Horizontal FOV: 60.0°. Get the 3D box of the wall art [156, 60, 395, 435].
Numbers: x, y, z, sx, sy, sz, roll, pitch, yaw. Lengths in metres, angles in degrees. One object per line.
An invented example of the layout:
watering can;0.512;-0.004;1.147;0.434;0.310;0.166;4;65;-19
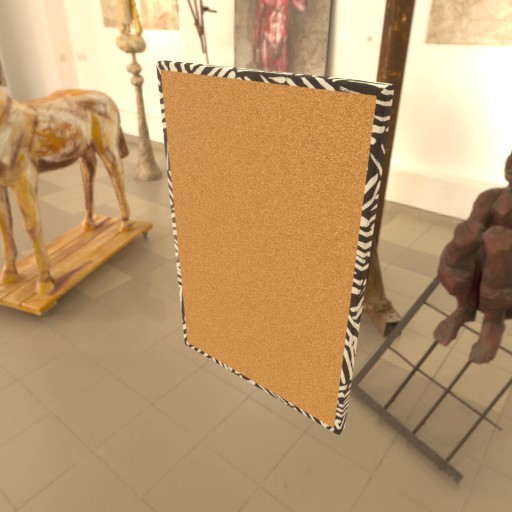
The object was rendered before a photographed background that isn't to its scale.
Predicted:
wall art;0.000;0.000;1.181;0.615;0.918;0.035;21;36;33
